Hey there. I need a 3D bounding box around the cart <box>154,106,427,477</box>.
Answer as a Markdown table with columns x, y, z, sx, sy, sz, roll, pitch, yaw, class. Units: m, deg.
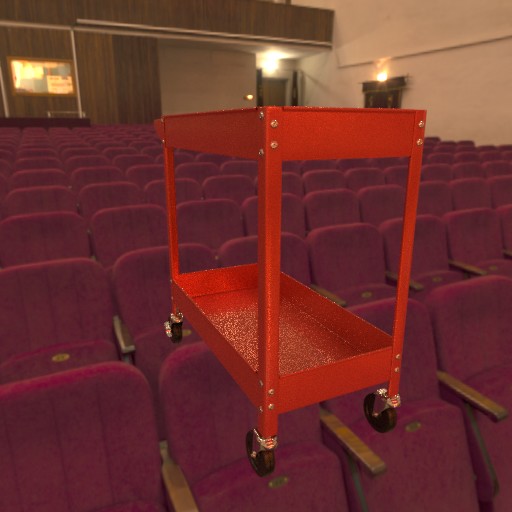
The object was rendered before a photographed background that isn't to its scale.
| x | y | z | sx | sy | sz | roll | pitch | yaw | class |
| --- | --- | --- | --- | --- | --- | --- | --- | --- | --- |
| 0.000 | 0.000 | 1.177 | 0.366 | 0.719 | 0.779 | -8 | 18 | -24 | cart |
